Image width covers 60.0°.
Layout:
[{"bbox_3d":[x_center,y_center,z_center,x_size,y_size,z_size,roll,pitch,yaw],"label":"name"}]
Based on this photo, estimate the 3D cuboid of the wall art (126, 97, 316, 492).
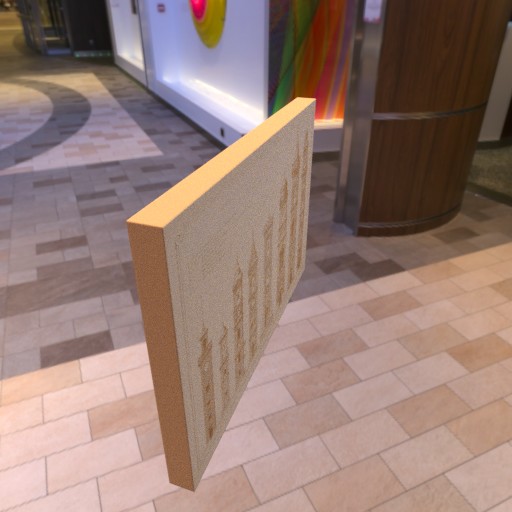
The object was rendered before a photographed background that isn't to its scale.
[{"bbox_3d":[0.000,0.000,0.759,0.039,0.407,0.609,10,32,17],"label":"wall art"}]
